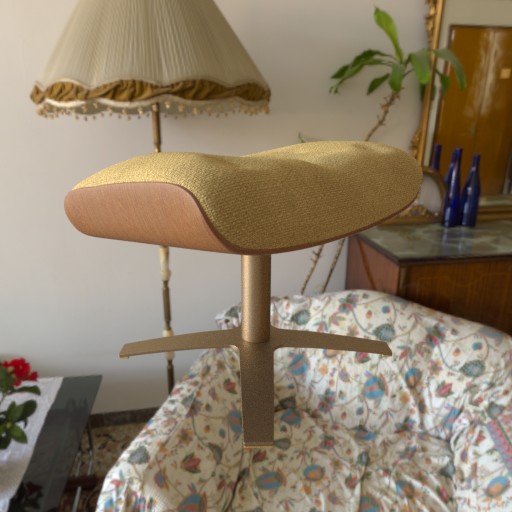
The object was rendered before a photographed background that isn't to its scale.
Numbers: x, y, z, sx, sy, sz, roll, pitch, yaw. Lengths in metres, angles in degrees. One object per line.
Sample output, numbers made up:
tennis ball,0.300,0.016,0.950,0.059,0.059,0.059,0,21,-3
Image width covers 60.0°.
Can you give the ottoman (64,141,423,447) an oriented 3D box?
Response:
ottoman,0.000,0.000,0.798,0.394,0.391,0.520,16,24,42
